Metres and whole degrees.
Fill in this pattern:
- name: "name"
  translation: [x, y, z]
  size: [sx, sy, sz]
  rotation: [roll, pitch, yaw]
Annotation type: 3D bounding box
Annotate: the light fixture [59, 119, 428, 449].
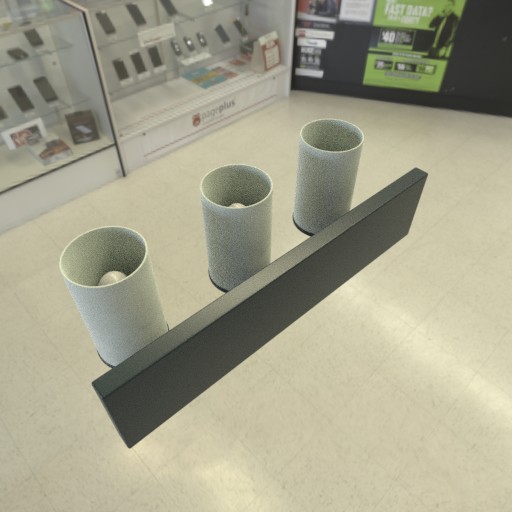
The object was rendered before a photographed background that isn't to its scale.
- name: "light fixture"
  translation: [0.000, 0.000, 0.524]
  size: [0.451, 0.172, 0.145]
  rotation: [-33, 54, -27]
